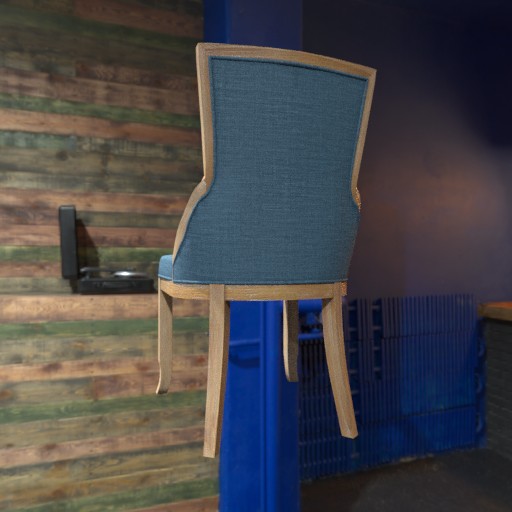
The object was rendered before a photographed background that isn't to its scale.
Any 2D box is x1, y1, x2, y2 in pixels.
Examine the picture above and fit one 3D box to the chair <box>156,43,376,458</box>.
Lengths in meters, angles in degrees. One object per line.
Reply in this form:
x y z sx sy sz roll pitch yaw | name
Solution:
0.000 0.000 1.321 0.524 0.947 0.641 0 -1 -18 | chair
